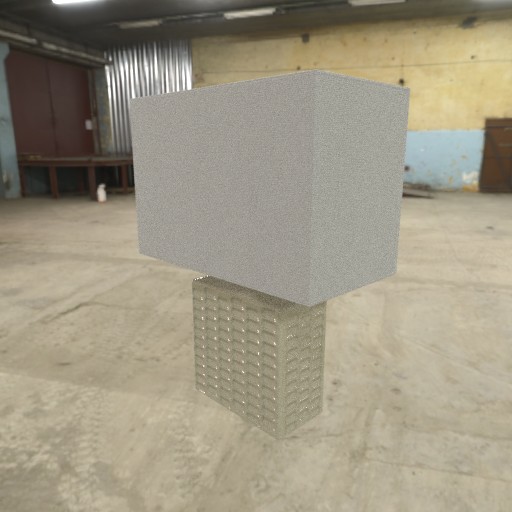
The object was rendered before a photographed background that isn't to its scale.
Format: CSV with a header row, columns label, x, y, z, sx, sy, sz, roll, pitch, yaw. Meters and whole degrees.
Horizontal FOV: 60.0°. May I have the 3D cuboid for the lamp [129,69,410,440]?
label,x,y,z,sx,sy,sz,roll,pitch,yaw
lamp,0.000,0.000,0.706,0.200,0.515,0.380,-13,19,-43
